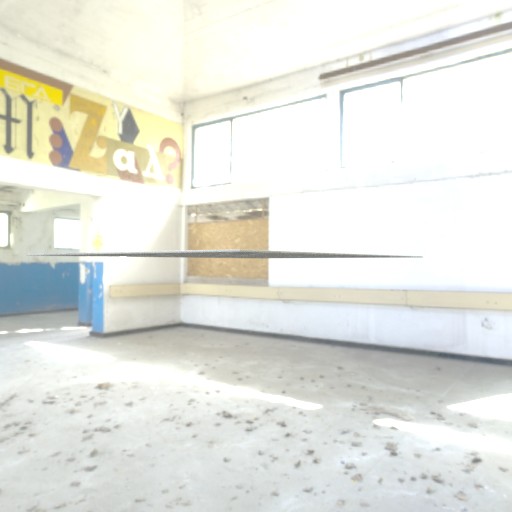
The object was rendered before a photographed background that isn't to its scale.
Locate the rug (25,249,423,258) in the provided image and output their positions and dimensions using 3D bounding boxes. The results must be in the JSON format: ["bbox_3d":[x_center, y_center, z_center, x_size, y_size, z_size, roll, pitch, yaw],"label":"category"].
[{"bbox_3d":[0.000,0.000,2.914,1.522,0.008,2.284,-1,-1,36],"label":"rug"}]
